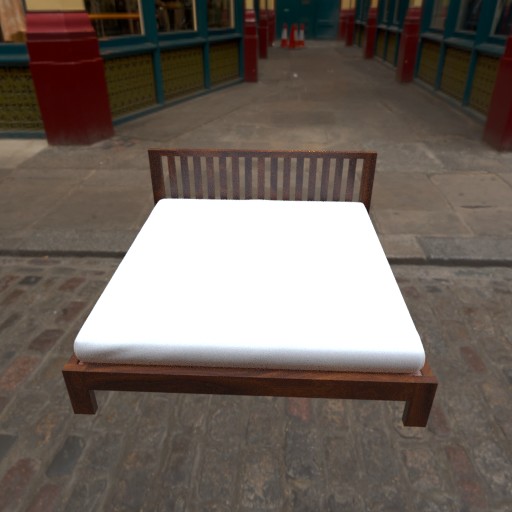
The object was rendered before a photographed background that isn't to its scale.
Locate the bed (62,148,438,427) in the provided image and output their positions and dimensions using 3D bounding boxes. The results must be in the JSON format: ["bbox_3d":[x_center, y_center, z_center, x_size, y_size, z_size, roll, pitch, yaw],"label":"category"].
[{"bbox_3d":[0.000,0.000,3.057,1.905,0.890,2.030,1,30,2],"label":"bed"}]
